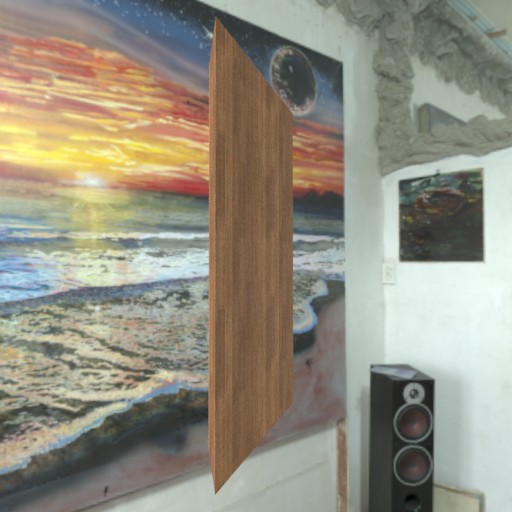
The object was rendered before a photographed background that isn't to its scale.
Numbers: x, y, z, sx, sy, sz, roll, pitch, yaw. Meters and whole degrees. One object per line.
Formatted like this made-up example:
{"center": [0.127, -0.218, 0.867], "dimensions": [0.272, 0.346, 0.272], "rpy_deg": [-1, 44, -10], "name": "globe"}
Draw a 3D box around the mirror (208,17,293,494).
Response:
{"center": [0.000, 0.000, 1.250], "dimensions": [0.047, 1.010, 0.651], "rpy_deg": [0, -1, 19], "name": "mirror"}
